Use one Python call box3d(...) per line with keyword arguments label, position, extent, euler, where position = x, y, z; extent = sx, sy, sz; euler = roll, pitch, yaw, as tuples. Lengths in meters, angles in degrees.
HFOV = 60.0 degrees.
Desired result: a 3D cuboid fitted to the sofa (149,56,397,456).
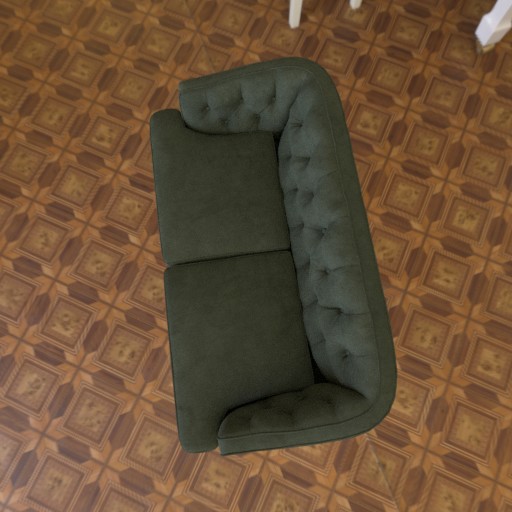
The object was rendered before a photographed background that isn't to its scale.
box3d(label="sofa", position=(0.000, 0.000, 2.212), extent=(0.941, 0.855, 1.733), euler=(-8, 76, -2))
